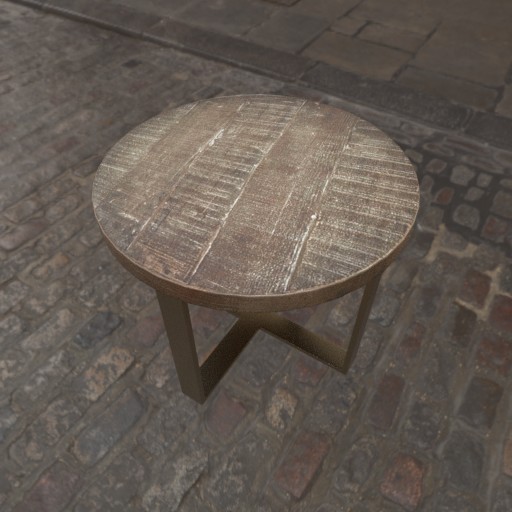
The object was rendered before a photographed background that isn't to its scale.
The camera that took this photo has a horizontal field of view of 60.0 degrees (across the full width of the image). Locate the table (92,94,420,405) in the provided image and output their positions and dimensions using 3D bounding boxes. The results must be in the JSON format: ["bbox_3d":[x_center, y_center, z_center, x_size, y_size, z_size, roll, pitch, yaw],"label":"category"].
[{"bbox_3d":[0.000,0.000,0.936,0.557,0.437,0.557,0,47,0],"label":"table"}]
